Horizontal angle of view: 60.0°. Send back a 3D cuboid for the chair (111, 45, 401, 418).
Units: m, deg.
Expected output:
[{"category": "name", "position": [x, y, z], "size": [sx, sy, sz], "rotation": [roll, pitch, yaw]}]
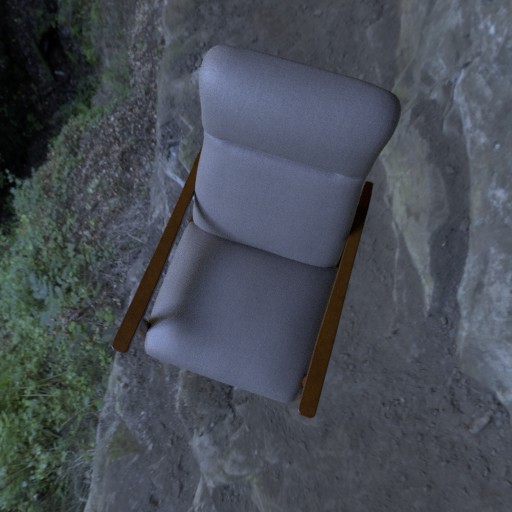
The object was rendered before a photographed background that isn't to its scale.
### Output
[{"category": "chair", "position": [0.000, 0.000, 1.770], "size": [0.762, 1.082, 1.032], "rotation": [18, 75, 5]}]
